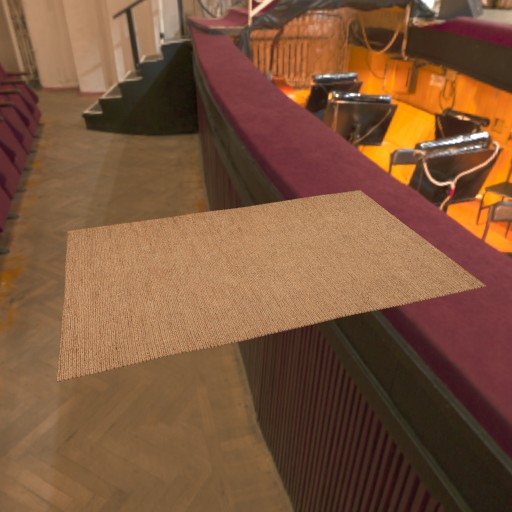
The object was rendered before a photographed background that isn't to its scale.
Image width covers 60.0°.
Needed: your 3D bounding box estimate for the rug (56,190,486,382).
[{"bbox_3d":[0.000,0.000,2.986,2.439,0.011,1.533,-10,33,-15],"label":"rug"}]
